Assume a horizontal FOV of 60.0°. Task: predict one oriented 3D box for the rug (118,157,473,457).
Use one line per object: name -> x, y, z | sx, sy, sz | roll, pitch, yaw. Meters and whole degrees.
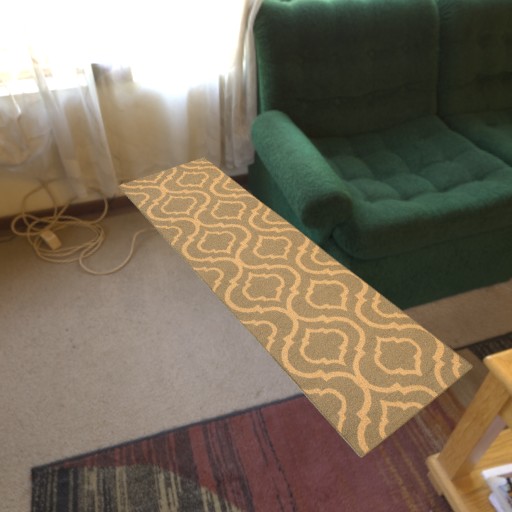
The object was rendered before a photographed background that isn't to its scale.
rug -> 0.000, 0.000, 2.457 | 0.684, 0.009, 2.275 | -25, 47, -26
